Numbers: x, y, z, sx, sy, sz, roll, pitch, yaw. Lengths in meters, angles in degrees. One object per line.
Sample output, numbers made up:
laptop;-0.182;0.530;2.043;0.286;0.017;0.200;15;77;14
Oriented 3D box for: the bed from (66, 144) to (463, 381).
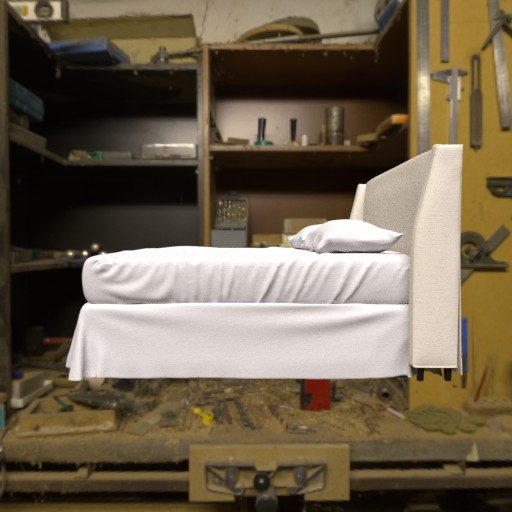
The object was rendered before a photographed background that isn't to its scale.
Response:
bed;0.000;0.000;3.362;2.276;1.332;1.925;0;2;0
